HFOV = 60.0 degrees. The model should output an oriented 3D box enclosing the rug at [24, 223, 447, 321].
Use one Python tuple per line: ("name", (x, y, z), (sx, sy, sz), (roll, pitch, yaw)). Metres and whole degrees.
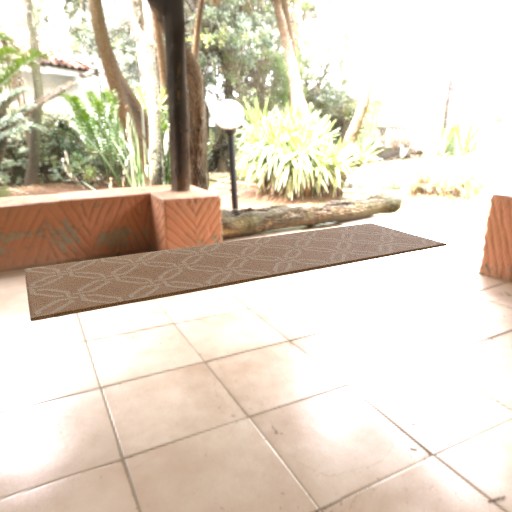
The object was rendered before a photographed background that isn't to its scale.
("rug", (0.000, 0.000, 2.455), (2.276, 0.014, 0.678), (-9, 19, -27))
